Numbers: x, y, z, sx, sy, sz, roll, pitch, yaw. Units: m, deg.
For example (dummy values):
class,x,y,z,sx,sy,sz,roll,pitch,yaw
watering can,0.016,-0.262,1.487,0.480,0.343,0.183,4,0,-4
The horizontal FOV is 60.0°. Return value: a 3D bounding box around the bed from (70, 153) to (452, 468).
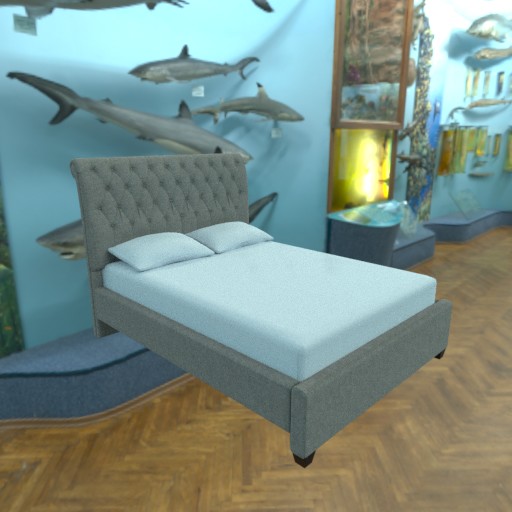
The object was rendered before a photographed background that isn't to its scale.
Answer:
class,x,y,z,sx,sy,sz,roll,pitch,yaw
bed,0.000,0.000,3.219,2.252,1.371,1.645,15,21,43
